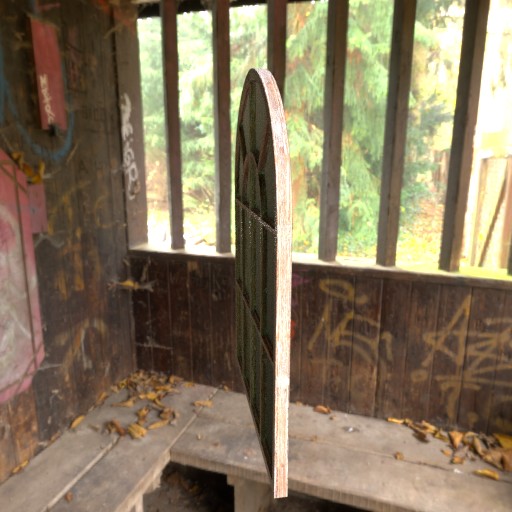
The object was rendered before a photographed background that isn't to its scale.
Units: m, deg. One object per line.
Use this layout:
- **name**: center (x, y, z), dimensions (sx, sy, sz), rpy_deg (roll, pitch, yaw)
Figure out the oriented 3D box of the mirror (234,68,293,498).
- **mirror**: center (0.000, 0.000, 1.171), dimensions (0.032, 0.920, 0.660), rpy_deg (-2, 13, -9)
